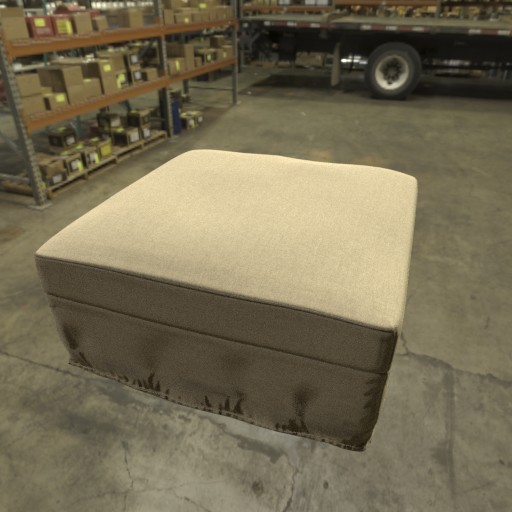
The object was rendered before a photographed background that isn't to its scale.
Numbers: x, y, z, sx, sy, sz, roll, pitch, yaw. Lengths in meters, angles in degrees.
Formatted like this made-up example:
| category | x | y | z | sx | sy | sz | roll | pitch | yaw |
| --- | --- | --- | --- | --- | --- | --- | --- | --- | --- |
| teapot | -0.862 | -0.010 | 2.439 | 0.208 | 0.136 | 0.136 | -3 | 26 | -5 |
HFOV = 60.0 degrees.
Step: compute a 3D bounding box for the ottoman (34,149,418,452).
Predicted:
| category | x | y | z | sx | sy | sz | roll | pitch | yaw |
| --- | --- | --- | --- | --- | --- | --- | --- | --- | --- |
| ottoman | 0.000 | 0.000 | 1.311 | 0.843 | 0.436 | 0.840 | 10 | 32 | 17 |
